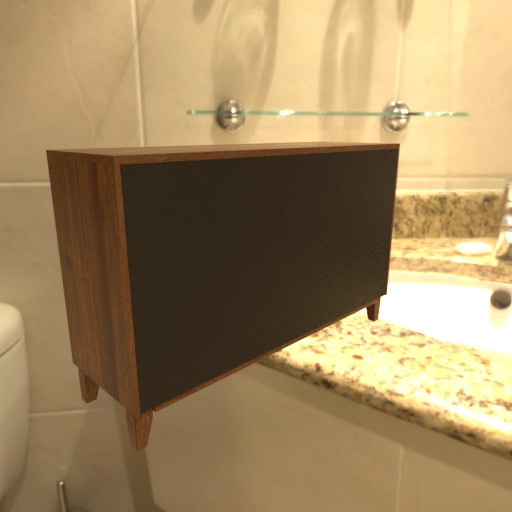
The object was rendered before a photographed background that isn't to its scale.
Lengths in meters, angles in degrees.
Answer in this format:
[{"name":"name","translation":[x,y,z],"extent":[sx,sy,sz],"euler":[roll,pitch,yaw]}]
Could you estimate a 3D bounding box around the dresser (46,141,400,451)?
[{"name":"dresser","translation":[0.000,0.000,1.809],"extent":[1.400,0.873,0.446],"euler":[-15,22,-42]}]
